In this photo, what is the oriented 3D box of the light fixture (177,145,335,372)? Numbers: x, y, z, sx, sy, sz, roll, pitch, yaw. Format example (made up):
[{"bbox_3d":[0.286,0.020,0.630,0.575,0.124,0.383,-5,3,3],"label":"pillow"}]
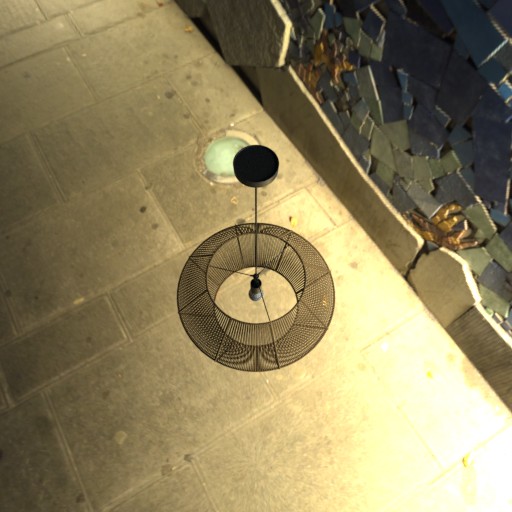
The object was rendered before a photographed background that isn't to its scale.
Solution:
[{"bbox_3d":[0.000,0.000,1.481,0.643,1.009,0.643,0,65,0],"label":"light fixture"}]
